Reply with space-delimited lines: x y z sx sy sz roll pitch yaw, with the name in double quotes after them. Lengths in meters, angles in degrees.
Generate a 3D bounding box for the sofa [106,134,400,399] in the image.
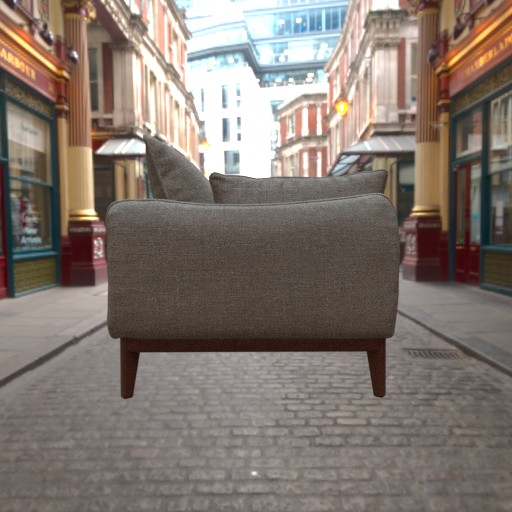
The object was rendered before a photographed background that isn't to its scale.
0.000 0.000 2.136 0.972 0.851 1.580 0 2 -1 "sofa"
